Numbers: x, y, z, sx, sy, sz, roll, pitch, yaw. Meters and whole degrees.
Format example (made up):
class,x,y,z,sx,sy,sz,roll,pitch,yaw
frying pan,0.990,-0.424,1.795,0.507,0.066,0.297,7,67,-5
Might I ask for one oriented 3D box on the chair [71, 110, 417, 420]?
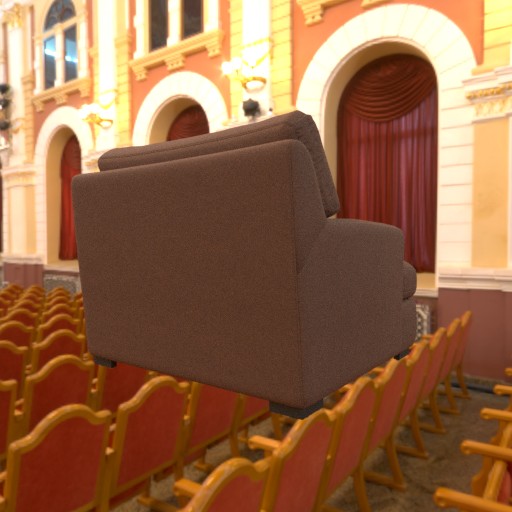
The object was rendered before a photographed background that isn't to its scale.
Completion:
class,x,y,z,sx,sy,sz,roll,pitch,yaw
chair,0.000,0.000,1.973,1.168,0.940,1.143,1,2,37
